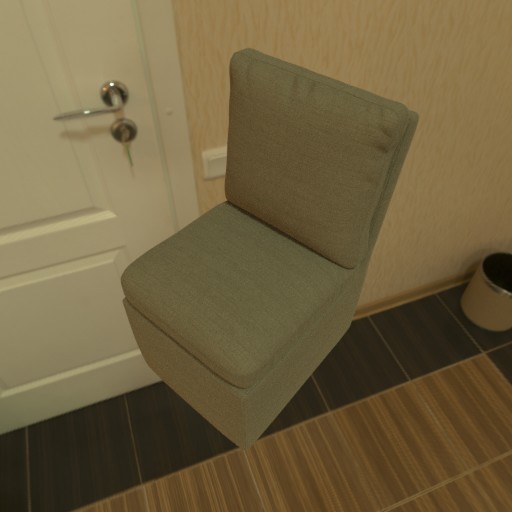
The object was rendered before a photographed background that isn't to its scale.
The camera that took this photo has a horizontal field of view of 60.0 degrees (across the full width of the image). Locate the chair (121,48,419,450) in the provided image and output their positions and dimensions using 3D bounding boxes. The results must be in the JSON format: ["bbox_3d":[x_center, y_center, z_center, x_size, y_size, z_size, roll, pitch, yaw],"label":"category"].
[{"bbox_3d":[0.000,0.000,1.291,0.503,0.927,0.698,32,55,26],"label":"chair"}]
